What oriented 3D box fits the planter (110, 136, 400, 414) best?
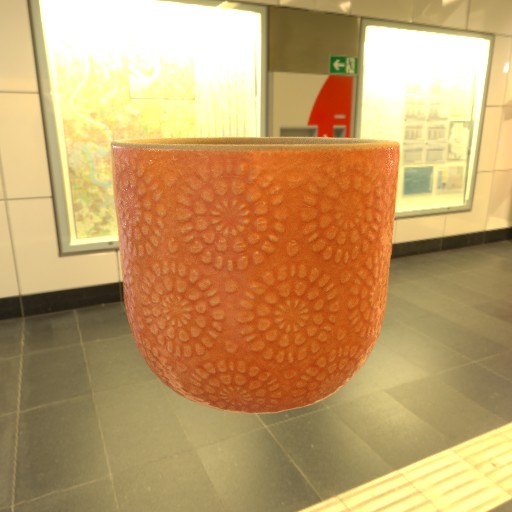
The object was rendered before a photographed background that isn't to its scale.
[{"bbox_3d":[0.000,0.000,0.285,0.170,0.152,0.170,0,16,0],"label":"planter"}]
